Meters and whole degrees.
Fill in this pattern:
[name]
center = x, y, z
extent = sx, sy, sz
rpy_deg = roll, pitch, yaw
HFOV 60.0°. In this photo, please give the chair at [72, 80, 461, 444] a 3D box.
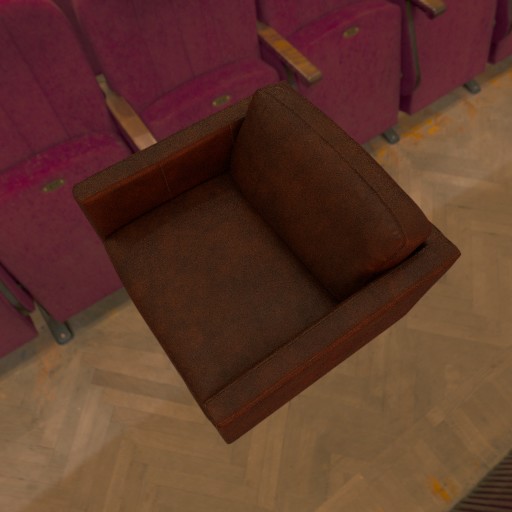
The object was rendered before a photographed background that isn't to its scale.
[chair]
center = 0.000, 0.000, 1.741
extent = 0.975, 0.864, 0.990
rpy_deg = -32, 67, -15
